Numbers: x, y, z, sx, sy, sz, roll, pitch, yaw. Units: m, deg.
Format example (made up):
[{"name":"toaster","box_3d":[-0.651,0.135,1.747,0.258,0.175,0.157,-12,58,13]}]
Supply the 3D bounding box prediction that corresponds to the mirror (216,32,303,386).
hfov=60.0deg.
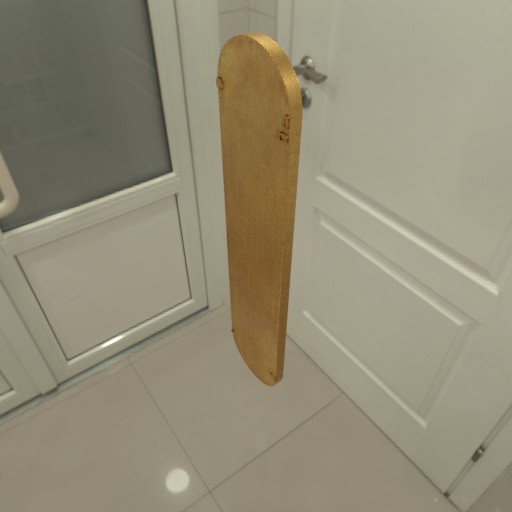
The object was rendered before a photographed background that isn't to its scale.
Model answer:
[{"name":"mirror","box_3d":[0.000,0.000,1.069,0.032,0.991,0.222,-26,49,-26]}]
